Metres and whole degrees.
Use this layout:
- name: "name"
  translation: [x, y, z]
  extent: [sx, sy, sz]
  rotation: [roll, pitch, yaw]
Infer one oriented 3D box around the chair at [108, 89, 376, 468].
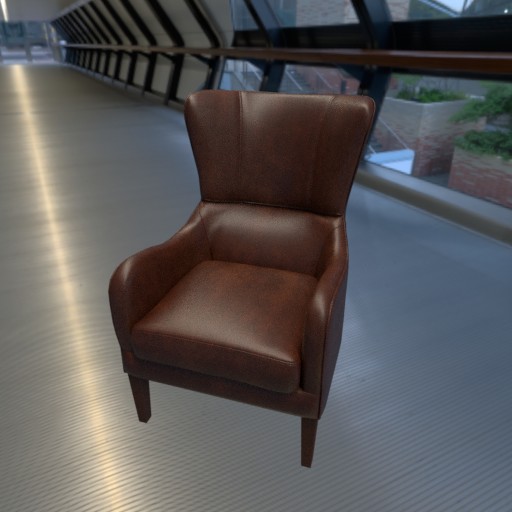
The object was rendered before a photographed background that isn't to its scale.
- name: "chair"
  translation: [0.000, 0.000, 1.601]
  extent: [0.692, 1.048, 0.914]
  rotation: [8, 28, 16]
